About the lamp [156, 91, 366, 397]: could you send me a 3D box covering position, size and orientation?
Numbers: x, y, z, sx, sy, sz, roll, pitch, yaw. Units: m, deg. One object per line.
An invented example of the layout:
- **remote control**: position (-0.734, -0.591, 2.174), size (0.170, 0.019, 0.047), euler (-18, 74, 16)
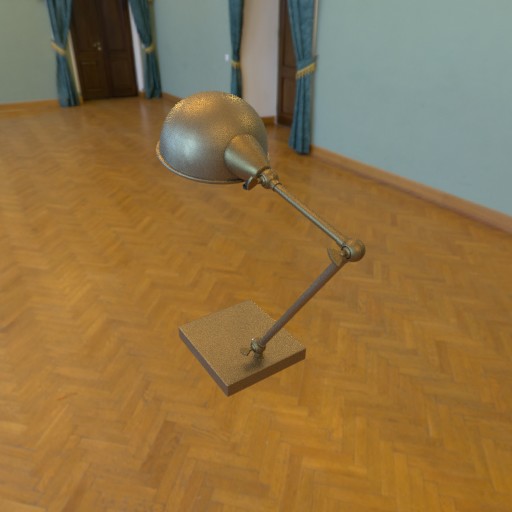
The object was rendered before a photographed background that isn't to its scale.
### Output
- **lamp**: position (0.000, 0.000, 0.563), size (0.149, 0.371, 0.339), euler (-18, 34, -29)
